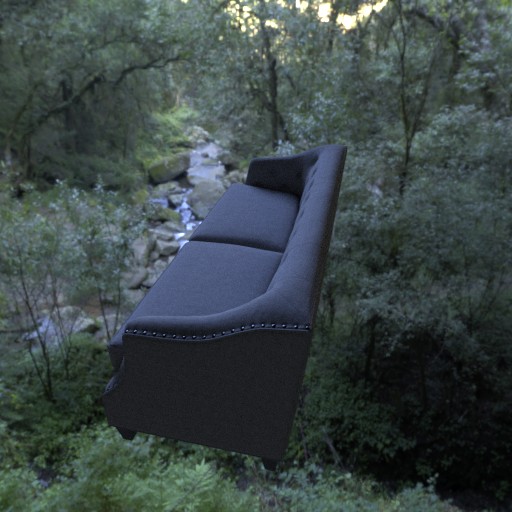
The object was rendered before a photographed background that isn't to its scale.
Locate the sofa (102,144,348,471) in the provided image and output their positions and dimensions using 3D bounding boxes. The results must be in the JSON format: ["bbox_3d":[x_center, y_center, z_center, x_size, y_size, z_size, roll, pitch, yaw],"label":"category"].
[{"bbox_3d":[0.000,0.000,2.721,0.914,0.901,2.235,7,31,11],"label":"sofa"}]
